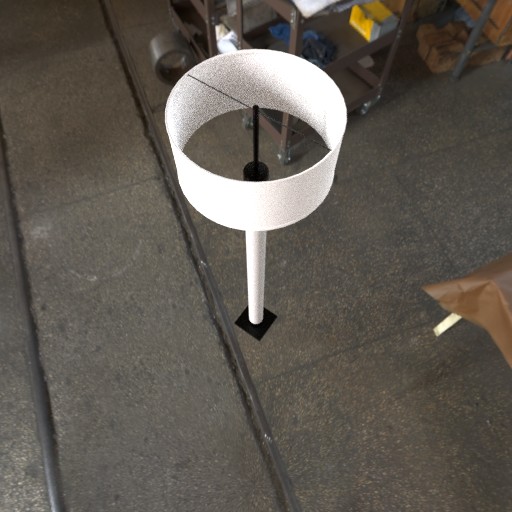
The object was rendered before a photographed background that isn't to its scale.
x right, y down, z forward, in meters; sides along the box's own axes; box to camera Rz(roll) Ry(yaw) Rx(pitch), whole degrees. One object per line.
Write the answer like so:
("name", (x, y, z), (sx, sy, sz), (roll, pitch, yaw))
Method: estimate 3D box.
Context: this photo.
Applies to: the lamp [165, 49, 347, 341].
("lamp", (0.000, 0.000, 1.667), (0.420, 1.475, 0.420), (32, 67, 16))
